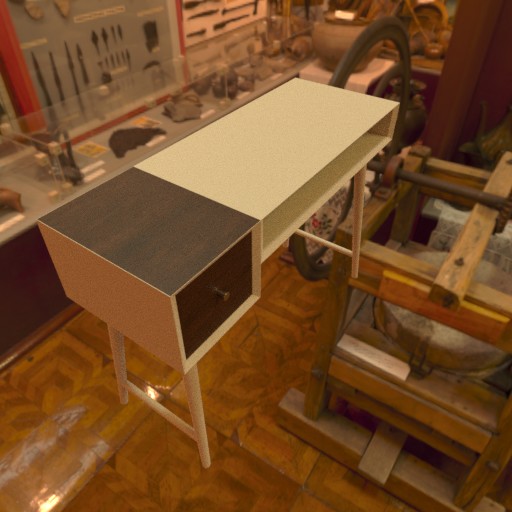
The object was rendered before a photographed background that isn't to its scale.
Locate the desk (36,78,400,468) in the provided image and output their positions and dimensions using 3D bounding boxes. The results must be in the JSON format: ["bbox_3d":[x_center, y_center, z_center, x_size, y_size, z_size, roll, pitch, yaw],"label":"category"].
[{"bbox_3d":[0.000,0.000,1.448,0.409,0.761,1.069,25,47,26],"label":"desk"}]
